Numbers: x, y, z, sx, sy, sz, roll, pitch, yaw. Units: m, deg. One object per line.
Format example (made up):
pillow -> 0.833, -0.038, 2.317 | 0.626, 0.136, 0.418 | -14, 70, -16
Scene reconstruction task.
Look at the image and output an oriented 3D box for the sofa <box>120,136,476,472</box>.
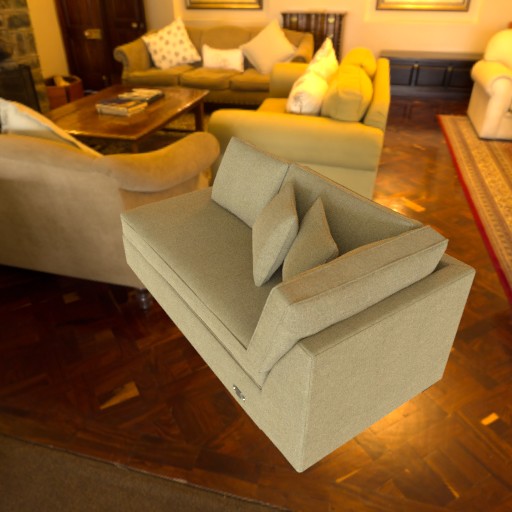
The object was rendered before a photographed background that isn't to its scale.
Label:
sofa -> 0.000, 0.000, 2.835 | 1.110, 1.019, 2.238 | -20, 37, -29
